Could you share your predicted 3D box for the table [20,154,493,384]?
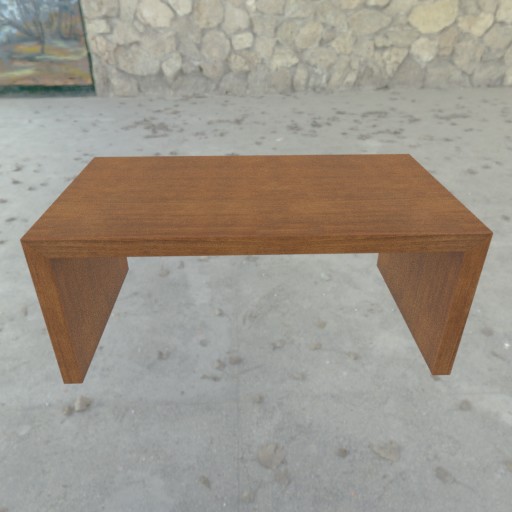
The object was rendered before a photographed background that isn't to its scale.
[{"bbox_3d":[0.000,0.000,1.276,1.000,0.419,0.549,-1,30,-2],"label":"table"}]
